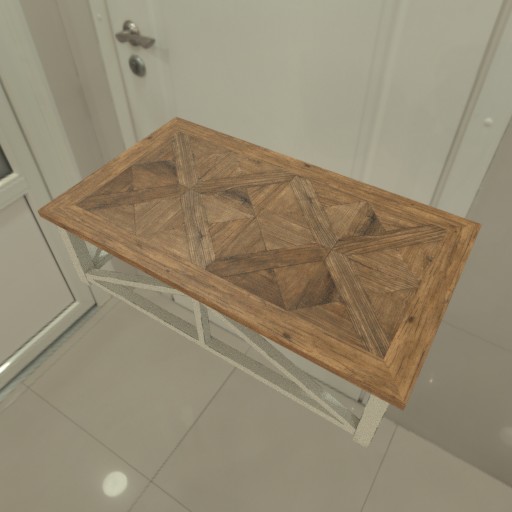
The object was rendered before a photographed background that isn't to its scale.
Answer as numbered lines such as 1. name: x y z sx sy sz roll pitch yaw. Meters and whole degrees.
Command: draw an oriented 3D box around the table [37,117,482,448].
1. table: 0.000 0.000 1.754 1.400 0.410 0.800 25 51 22
